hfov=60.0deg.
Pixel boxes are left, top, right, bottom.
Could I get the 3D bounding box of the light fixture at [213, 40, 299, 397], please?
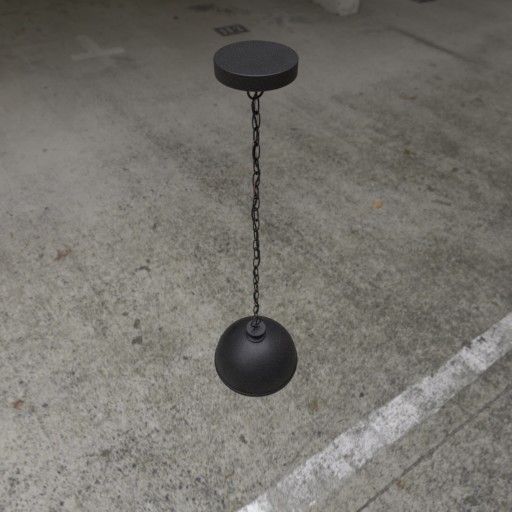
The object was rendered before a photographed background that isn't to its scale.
[{"bbox_3d":[0.000,0.000,1.228,0.304,1.090,0.304,-27,52,-23],"label":"light fixture"}]
